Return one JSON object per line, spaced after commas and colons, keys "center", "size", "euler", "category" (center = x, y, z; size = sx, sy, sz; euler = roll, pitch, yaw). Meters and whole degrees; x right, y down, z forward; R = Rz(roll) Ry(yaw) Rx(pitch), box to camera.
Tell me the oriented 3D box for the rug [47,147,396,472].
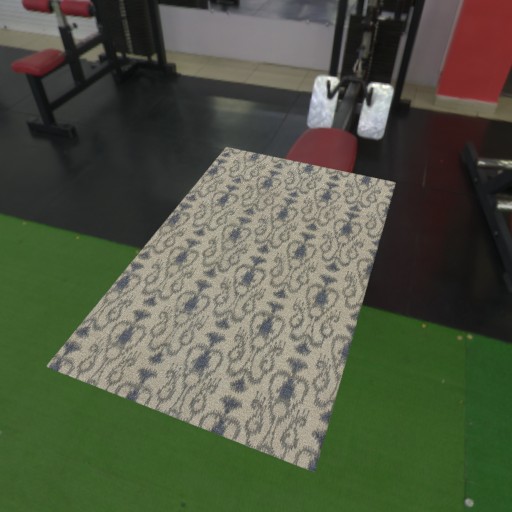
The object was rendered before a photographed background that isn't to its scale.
{"center": [0.000, 0.000, 2.060], "size": [1.035, 0.006, 1.652], "euler": [15, 47, 15], "category": "rug"}
